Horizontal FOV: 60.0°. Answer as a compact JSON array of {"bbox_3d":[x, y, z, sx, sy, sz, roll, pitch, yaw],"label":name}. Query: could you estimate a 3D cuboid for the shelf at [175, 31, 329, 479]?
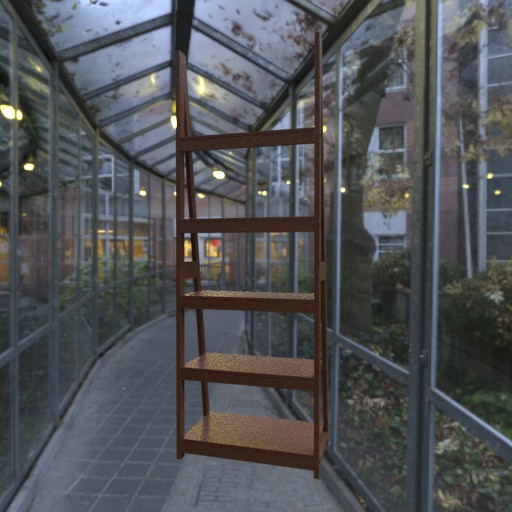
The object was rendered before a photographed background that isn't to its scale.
[{"bbox_3d":[0.000,0.000,2.017,0.630,1.780,0.356,0,1,16],"label":"shelf"}]
